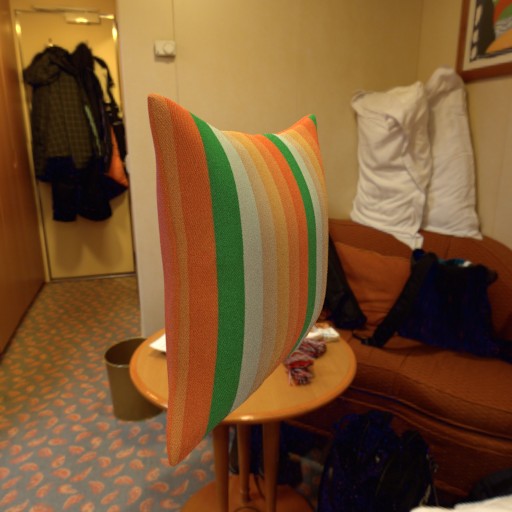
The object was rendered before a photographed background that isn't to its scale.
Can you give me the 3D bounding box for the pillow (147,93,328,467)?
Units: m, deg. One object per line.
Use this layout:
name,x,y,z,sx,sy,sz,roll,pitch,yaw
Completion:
pillow,0.000,0.000,0.692,0.169,0.444,0.453,8,16,27
